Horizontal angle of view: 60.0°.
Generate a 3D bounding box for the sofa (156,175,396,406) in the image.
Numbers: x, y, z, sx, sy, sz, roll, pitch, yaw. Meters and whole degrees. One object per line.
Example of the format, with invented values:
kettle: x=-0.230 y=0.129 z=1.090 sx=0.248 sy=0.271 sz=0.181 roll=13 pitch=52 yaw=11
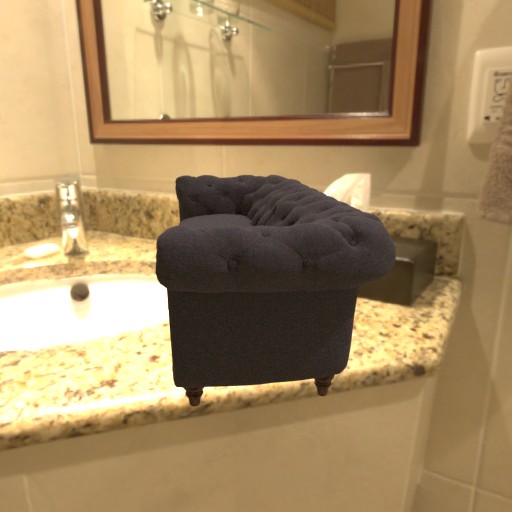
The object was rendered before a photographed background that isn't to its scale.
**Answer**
sofa: x=0.000 y=0.000 z=2.794 sx=1.046 sy=0.836 sz=2.335 roll=-2 pitch=16 yaw=-8
